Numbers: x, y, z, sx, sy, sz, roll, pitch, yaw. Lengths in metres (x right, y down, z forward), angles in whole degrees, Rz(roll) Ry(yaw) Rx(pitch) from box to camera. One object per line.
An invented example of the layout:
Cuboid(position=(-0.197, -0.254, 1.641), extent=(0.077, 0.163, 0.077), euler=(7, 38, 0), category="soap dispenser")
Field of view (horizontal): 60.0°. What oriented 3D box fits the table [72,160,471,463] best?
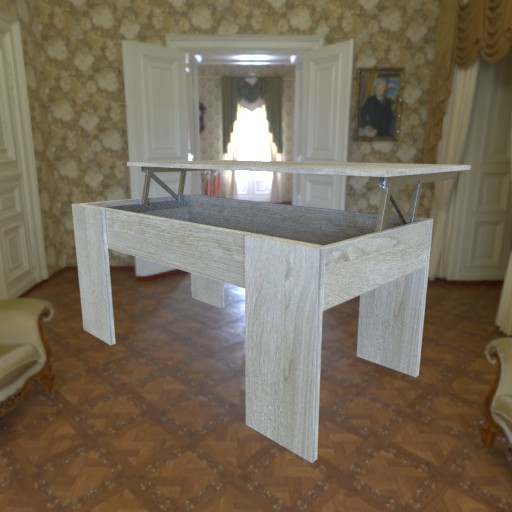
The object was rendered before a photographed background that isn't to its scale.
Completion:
Cuboid(position=(0.000, 0.000, 1.403), extent=(1.000, 0.570, 0.711), euler=(12, 18, 42), category="table")
